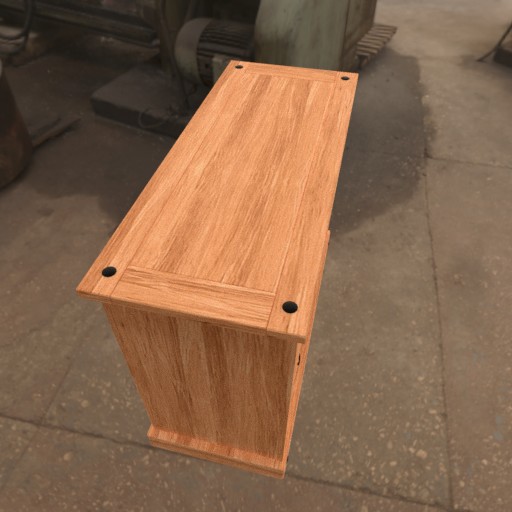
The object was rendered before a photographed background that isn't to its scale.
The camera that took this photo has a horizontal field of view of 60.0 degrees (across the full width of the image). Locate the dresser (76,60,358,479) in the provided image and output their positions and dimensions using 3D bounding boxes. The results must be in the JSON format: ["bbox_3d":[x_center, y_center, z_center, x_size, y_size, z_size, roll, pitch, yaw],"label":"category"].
[{"bbox_3d":[0.000,0.000,1.340,0.410,0.740,0.990,10,47,10],"label":"dresser"}]
